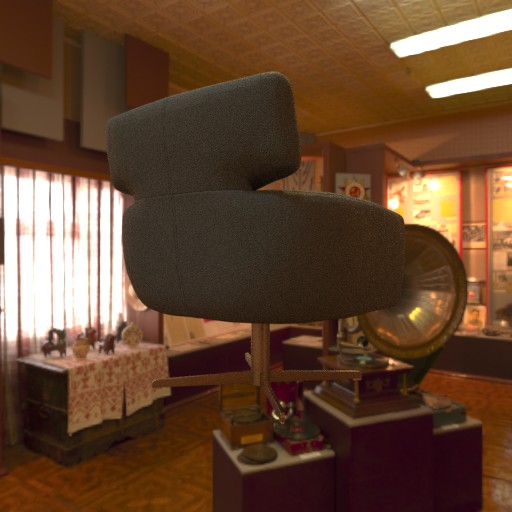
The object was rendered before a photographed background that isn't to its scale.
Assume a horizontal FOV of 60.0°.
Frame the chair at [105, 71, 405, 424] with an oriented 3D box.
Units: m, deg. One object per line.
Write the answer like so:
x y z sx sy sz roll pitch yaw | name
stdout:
0.000 0.000 1.384 0.738 0.813 0.761 0 0 36 | chair
